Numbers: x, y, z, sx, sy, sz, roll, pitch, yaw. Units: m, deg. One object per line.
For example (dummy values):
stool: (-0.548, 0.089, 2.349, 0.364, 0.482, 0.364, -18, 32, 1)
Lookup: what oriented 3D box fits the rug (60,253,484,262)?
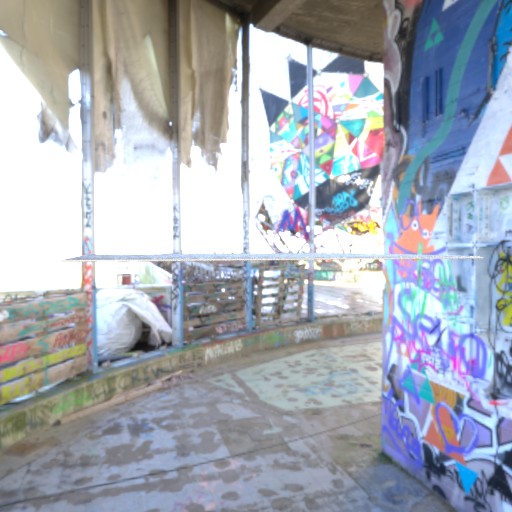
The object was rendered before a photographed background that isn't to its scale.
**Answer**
rug: (0.000, 0.000, 2.927, 2.206, 0.014, 1.578, 0, 1, -17)
